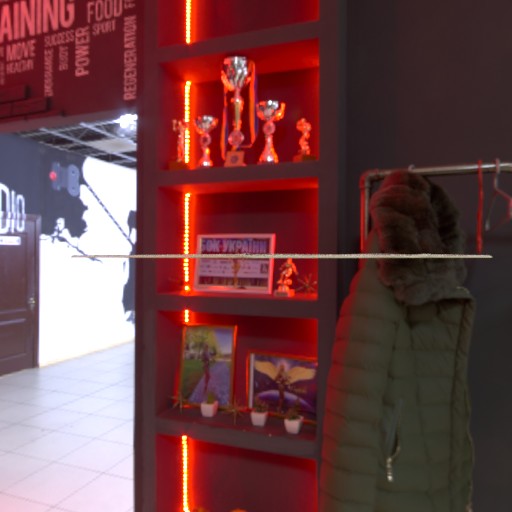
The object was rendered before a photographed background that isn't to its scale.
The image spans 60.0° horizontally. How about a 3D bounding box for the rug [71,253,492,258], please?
[{"bbox_3d":[0.000,0.000,4.017,2.429,0.030,3.052,0,0,-37],"label":"rug"}]
